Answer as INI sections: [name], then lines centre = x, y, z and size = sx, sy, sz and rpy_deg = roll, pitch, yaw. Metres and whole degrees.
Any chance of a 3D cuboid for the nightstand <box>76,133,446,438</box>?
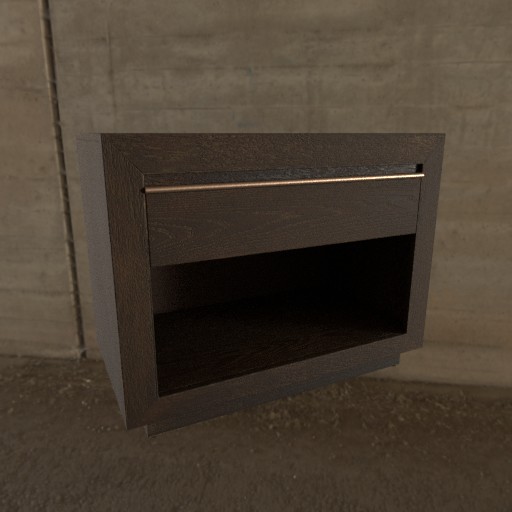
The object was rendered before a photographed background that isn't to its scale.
[nightstand]
centre = 0.000, 0.000, 1.146
size = 0.775, 0.612, 0.457
rpy_deg = -8, 17, -25
